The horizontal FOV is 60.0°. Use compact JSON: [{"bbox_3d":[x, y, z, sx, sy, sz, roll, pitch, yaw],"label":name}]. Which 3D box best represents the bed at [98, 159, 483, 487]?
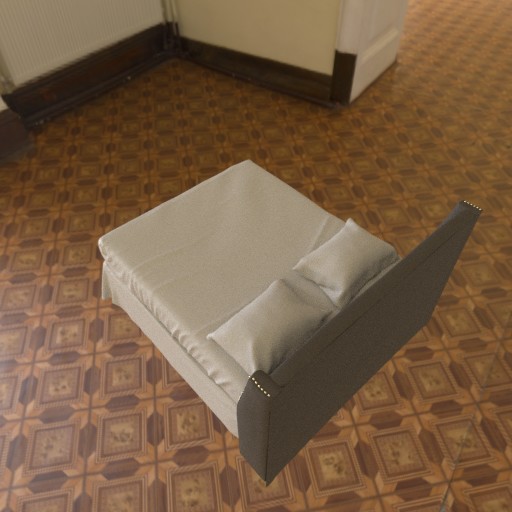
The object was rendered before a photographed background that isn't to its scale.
[{"bbox_3d":[0.000,0.000,3.431,1.925,1.332,2.276,-34,56,-27],"label":"bed"}]
